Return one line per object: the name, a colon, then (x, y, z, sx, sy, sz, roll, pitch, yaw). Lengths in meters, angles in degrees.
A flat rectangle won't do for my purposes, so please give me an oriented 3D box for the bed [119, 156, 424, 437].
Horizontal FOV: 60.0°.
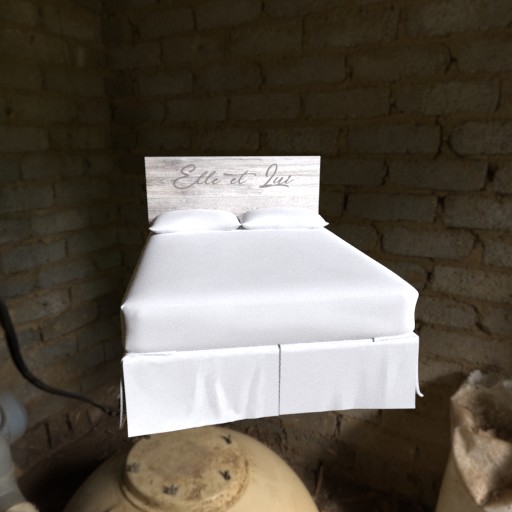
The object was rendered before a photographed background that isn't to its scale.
bed: (0.000, 0.000, 3.224, 1.745, 1.335, 2.094, -2, 15, -8)
